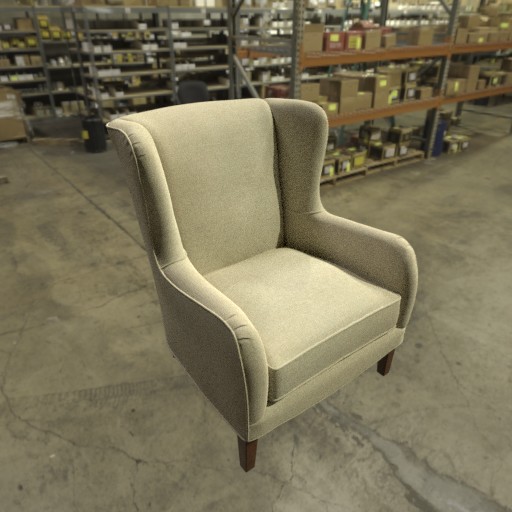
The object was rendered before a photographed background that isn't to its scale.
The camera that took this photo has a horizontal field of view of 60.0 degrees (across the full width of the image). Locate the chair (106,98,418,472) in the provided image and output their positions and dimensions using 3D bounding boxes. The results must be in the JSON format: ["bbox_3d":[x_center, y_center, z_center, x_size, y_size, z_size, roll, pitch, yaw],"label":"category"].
[{"bbox_3d":[0.000,0.000,1.731,0.838,1.040,0.966,-21,35,-33],"label":"chair"}]
